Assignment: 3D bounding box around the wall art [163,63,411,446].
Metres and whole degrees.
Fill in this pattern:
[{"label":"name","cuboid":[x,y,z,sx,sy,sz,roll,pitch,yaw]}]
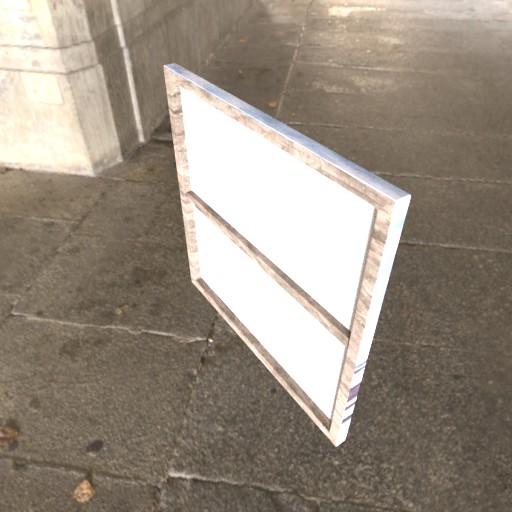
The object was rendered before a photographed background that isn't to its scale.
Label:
[{"label":"wall art","cuboid":[0.000,0.000,1.122,0.035,0.747,0.747,-25,47,-26]}]
